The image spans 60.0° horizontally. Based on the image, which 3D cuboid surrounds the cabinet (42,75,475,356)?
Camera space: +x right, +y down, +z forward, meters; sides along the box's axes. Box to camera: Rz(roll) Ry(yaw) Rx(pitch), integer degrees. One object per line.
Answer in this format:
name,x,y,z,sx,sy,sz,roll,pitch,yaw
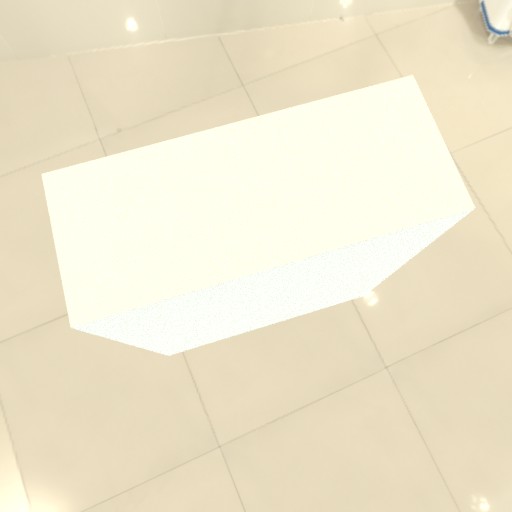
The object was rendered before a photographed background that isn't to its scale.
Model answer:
cabinet,0.000,0.000,1.668,1.000,1.190,0.400,-16,75,-5
